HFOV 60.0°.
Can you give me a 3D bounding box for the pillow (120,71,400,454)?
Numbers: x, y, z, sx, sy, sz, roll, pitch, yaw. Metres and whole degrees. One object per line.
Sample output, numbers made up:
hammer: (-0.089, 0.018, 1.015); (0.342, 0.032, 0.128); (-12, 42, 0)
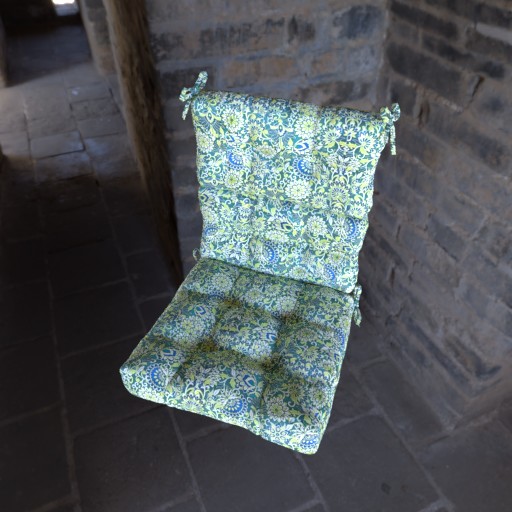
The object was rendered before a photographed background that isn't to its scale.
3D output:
pillow: (0.000, 0.000, 1.013); (0.519, 0.605, 0.571); (13, 43, 15)
